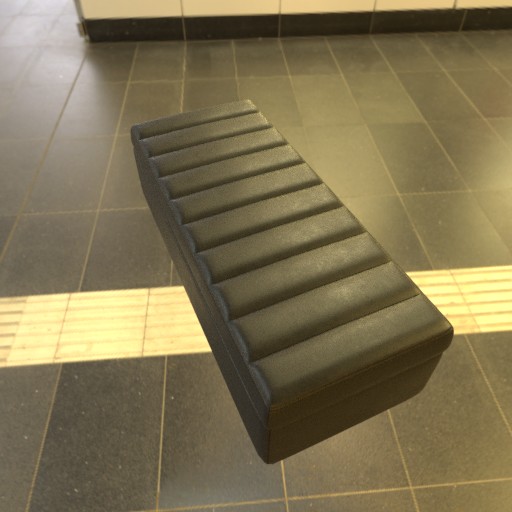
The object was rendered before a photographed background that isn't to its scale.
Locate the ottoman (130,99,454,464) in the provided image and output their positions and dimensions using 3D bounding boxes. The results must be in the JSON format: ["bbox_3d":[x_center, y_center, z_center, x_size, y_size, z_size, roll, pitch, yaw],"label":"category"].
[{"bbox_3d":[0.000,0.000,1.416,0.482,0.469,1.151,-18,50,-16],"label":"ottoman"}]
